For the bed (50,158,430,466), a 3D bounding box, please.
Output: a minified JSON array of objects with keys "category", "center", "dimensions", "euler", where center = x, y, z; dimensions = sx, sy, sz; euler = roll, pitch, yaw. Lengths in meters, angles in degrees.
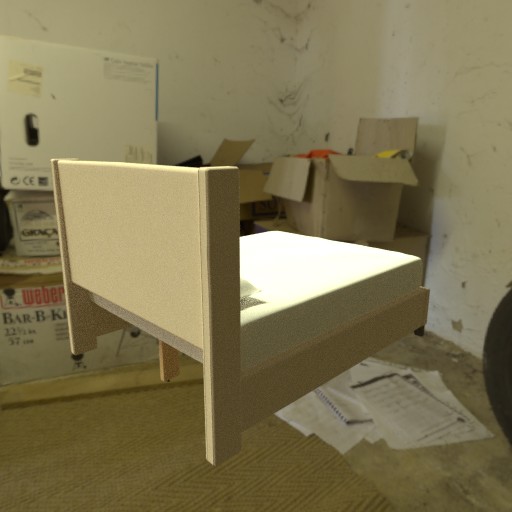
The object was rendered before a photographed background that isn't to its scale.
[{"category":"bed","center":[0.000,0.000,3.419],"dimensions":[2.293,1.471,1.778],"euler":[-13,19,-43]}]
